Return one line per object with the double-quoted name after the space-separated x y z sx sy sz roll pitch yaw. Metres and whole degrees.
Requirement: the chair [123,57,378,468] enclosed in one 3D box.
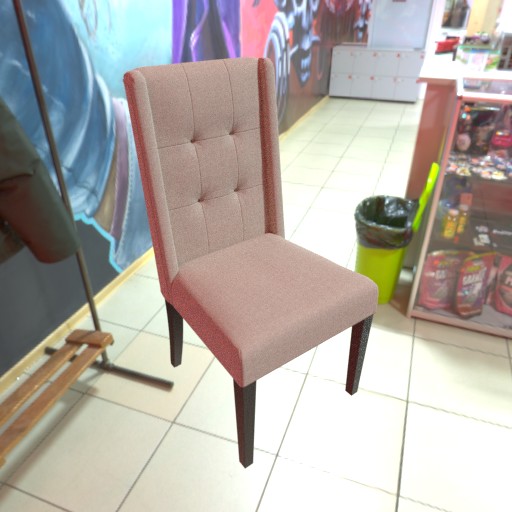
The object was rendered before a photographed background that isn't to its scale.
0.000 0.000 1.246 0.474 0.961 0.523 -21 37 -31 "chair"
